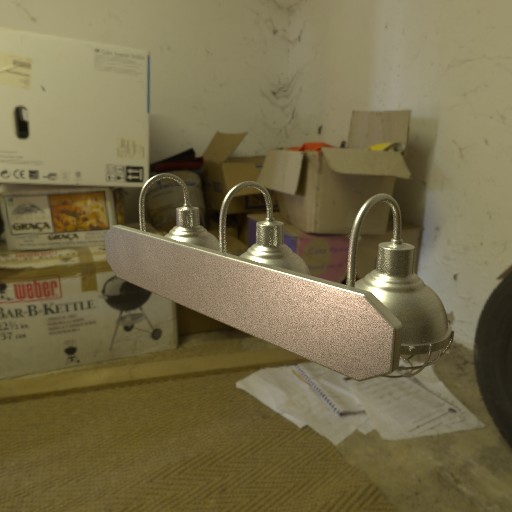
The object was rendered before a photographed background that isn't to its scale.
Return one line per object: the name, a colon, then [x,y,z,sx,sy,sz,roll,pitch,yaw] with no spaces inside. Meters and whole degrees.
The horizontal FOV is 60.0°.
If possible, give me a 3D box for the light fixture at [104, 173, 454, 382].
light fixture: [0.000,0.000,0.752,0.634,0.254,0.229,14,21,43]
